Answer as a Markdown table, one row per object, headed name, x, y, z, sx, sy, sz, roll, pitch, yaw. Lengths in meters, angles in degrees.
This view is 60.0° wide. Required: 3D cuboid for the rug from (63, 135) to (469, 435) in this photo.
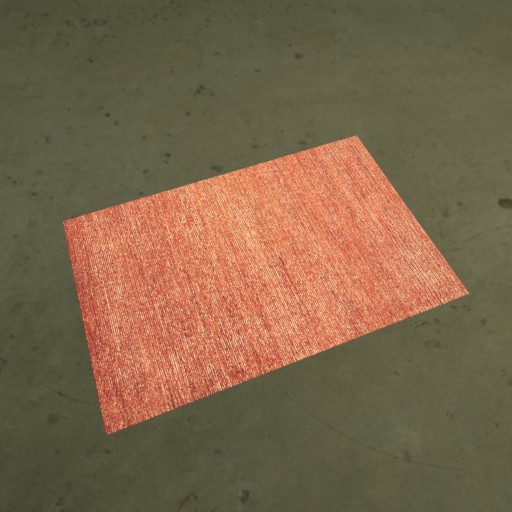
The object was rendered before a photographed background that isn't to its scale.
| name | x | y | z | sx | sy | sz | roll | pitch | yaw |
| --- | --- | --- | --- | --- | --- | --- | --- | --- | --- |
| rug | 0.000 | 0.000 | 2.229 | 1.747 | 0.011 | 1.139 | -18 | 61 | -11 |
